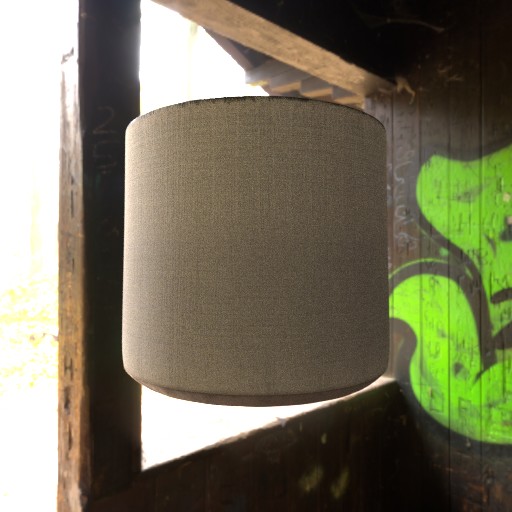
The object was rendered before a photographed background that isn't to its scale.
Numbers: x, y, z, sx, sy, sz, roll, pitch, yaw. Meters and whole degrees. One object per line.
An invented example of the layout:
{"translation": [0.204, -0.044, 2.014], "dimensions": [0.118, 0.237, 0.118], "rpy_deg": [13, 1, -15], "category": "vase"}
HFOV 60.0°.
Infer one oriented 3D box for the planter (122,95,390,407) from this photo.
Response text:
{"translation": [0.000, 0.000, 0.383], "dimensions": [0.221, 0.201, 0.221], "rpy_deg": [0, -1, 0], "category": "planter"}
